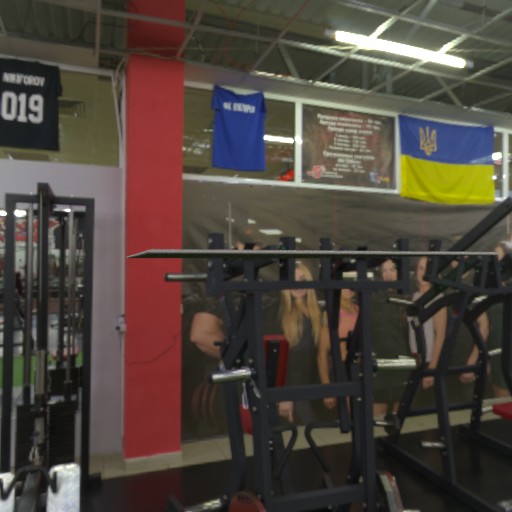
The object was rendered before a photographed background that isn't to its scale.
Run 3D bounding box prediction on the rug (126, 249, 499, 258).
[{"bbox_3d":[0.000,0.000,2.267,1.224,0.012,1.847,0,-1,-18],"label":"rug"}]
